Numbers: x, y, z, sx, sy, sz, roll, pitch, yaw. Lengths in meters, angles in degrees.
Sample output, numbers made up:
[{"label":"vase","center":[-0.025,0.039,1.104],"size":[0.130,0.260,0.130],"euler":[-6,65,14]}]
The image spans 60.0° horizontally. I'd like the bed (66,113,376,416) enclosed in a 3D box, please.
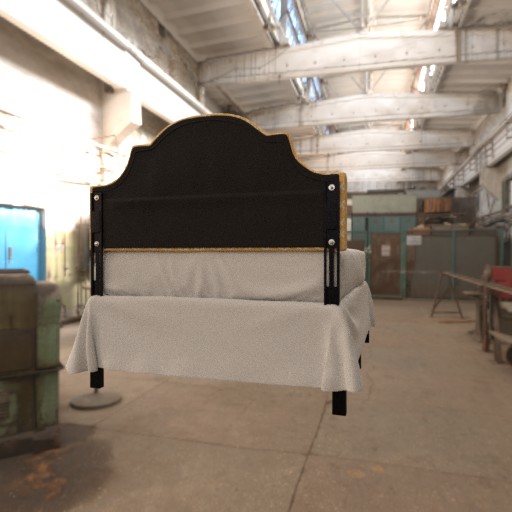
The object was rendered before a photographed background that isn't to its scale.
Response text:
[{"label":"bed","center":[0.000,0.000,3.449],"size":[1.780,1.633,2.222],"euler":[0,1,18]}]
